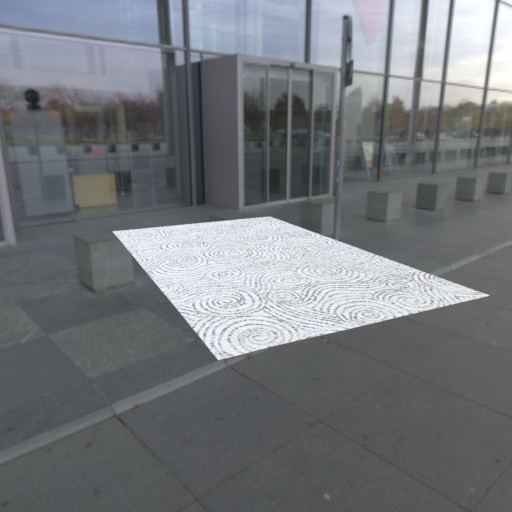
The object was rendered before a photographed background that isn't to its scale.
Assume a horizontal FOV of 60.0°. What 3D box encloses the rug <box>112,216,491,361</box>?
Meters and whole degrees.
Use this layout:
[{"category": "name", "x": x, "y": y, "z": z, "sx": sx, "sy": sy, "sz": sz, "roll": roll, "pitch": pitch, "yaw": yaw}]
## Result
[{"category": "rug", "x": 0.000, "y": 0.000, "z": 3.037, "sx": 1.524, "sy": 0.005, "sz": 2.439, "roll": -8, "pitch": 18, "yaw": -25}]
